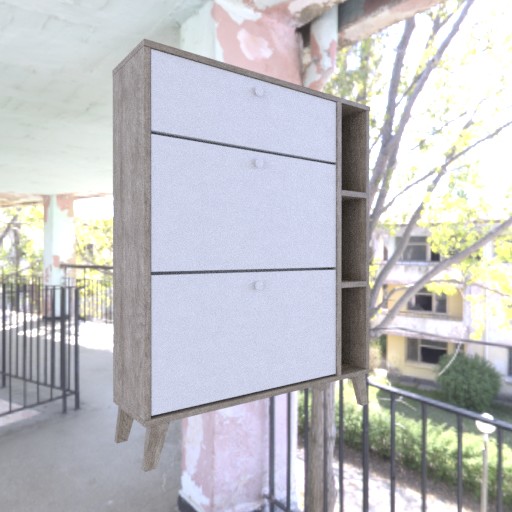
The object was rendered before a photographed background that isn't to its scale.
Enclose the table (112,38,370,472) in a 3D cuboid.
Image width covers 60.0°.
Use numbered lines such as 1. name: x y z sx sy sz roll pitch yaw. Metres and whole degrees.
1. table: 0.000 0.000 1.522 0.902 1.135 0.256 0 0 -36
